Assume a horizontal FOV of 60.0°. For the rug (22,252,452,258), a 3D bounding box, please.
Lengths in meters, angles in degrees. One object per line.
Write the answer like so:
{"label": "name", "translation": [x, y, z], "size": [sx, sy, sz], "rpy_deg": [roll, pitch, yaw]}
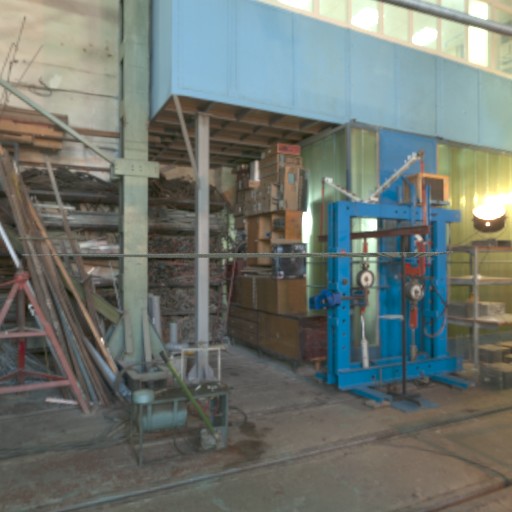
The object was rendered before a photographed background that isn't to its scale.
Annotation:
{"label": "rug", "translation": [0.000, 0.000, 4.195], "size": [3.201, 0.005, 2.439], "rpy_deg": [0, -1, 18]}
